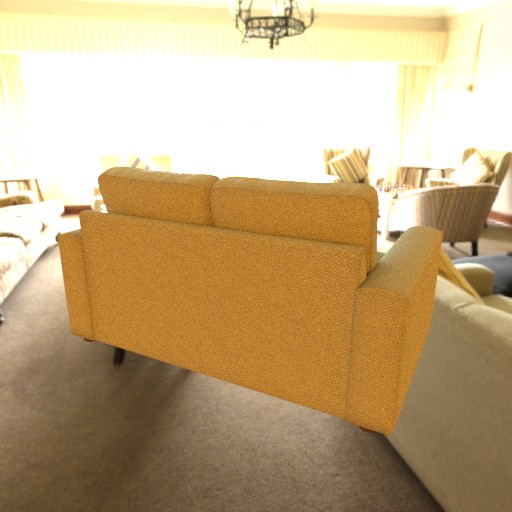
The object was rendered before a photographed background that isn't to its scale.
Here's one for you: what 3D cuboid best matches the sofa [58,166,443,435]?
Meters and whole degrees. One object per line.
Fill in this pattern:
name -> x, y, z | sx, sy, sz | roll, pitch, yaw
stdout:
sofa -> 0.000, 0.000, 2.204 | 1.616, 0.873, 1.016 | 9, 20, 27
